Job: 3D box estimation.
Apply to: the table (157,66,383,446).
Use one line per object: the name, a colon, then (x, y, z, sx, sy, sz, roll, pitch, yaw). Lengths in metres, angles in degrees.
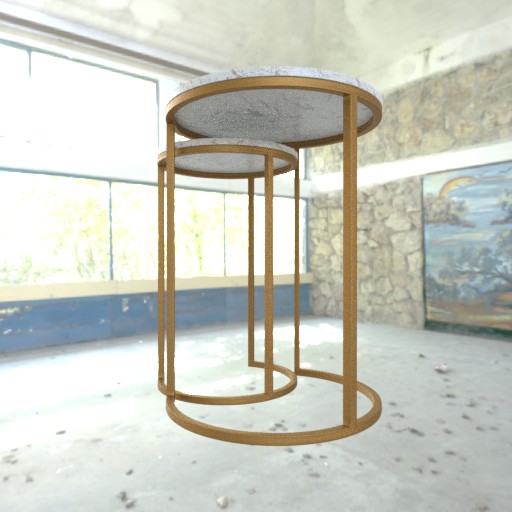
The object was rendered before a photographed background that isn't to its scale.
table: (0.000, 0.000, 0.884, 0.400, 0.550, 0.507, 0, 0, -37)
